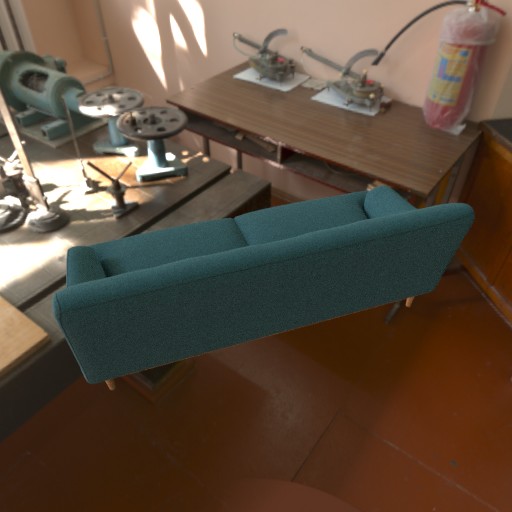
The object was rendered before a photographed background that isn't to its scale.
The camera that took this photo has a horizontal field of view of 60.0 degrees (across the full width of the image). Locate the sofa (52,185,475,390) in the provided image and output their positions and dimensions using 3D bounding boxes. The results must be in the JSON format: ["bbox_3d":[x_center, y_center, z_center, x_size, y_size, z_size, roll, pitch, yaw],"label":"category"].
[{"bbox_3d":[0.000,0.000,2.552,2.057,0.871,0.978,-13,43,-14],"label":"sofa"}]
